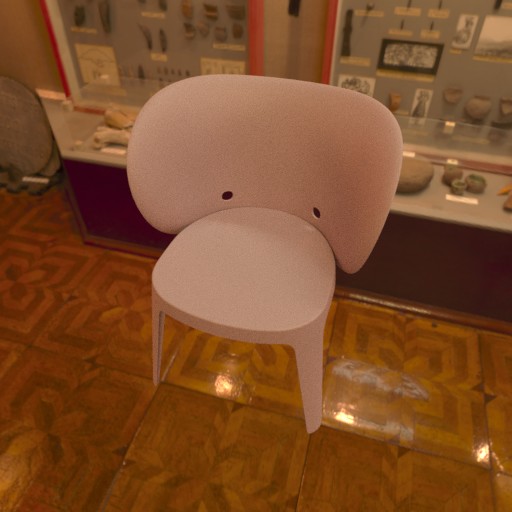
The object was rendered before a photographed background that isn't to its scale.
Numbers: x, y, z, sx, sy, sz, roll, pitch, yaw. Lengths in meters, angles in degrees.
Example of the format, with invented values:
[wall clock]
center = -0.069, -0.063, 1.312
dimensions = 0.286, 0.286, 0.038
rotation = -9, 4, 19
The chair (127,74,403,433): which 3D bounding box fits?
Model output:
[chair]
center = 0.000, 0.000, 0.865
dimensions = 0.451, 0.554, 0.402
rotation = 13, 44, 13
